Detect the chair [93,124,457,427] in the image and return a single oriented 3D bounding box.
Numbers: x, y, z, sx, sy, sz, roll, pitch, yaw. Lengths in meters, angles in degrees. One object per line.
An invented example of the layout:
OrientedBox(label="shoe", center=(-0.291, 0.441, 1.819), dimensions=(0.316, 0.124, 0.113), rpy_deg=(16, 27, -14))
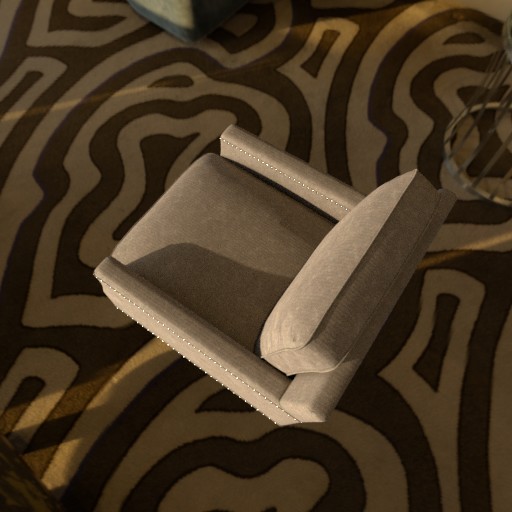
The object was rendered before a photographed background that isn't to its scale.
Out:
OrientedBox(label="chair", center=(0.000, 0.000, 1.697), dimensions=(1.014, 0.948, 0.853), rpy_deg=(32, 68, 15))
